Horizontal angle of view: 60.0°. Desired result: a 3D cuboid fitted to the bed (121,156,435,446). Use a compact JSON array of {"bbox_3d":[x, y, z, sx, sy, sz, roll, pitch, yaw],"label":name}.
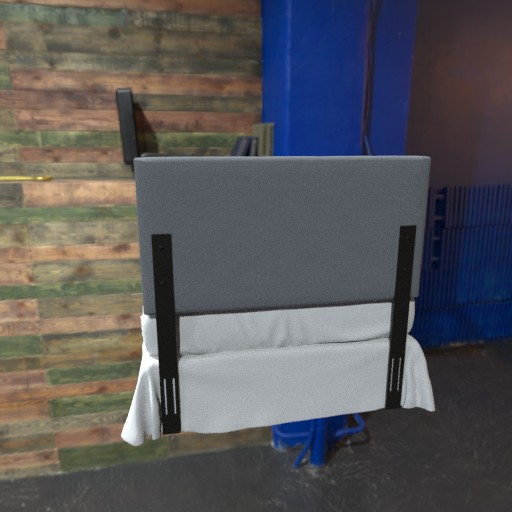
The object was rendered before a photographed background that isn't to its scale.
[{"bbox_3d":[0.000,0.000,3.493,1.936,1.577,2.222,-3,14,-10],"label":"bed"}]
